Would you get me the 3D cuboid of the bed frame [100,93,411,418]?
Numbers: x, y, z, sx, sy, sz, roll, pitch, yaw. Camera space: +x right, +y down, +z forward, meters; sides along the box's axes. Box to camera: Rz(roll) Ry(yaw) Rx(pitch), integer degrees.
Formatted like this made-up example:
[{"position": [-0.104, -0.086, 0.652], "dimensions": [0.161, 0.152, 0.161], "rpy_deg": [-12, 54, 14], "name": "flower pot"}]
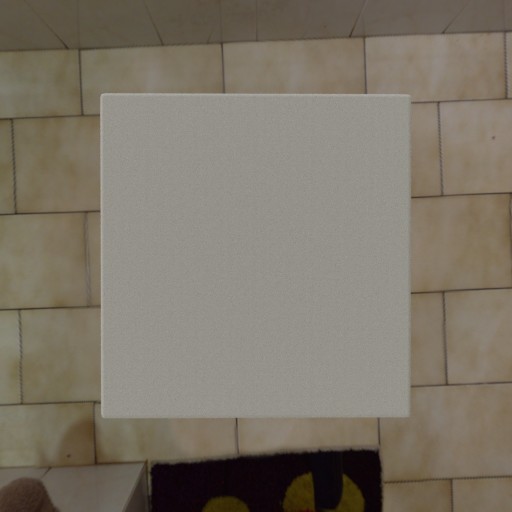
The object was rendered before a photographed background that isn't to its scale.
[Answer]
[{"position": [0.000, 0.000, 3.880], "dimensions": [2.526, 0.680, 2.635], "rpy_deg": [0, 90, -1], "name": "bed frame"}]
